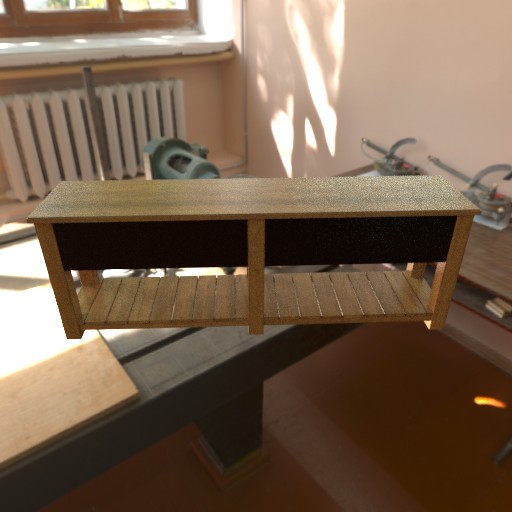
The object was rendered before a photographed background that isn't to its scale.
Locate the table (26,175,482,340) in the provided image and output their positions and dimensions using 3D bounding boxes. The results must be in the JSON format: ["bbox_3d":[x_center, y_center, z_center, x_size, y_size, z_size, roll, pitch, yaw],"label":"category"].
[{"bbox_3d":[0.000,0.000,2.104,1.815,0.635,0.425,-1,30,-2],"label":"table"}]
